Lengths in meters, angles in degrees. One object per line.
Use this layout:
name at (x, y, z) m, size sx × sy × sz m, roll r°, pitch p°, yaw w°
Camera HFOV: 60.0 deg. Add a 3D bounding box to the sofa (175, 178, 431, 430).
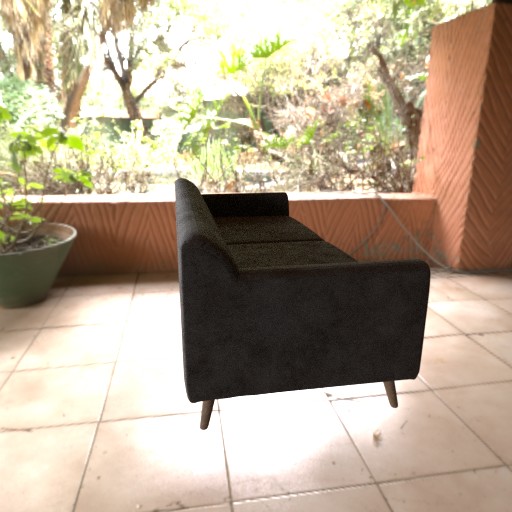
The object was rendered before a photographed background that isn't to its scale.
sofa at (0.000, 0.000, 2.594) m, size 0.900 × 0.740 × 2.190 m, roll -3°, pitch 15°, yaw -10°
